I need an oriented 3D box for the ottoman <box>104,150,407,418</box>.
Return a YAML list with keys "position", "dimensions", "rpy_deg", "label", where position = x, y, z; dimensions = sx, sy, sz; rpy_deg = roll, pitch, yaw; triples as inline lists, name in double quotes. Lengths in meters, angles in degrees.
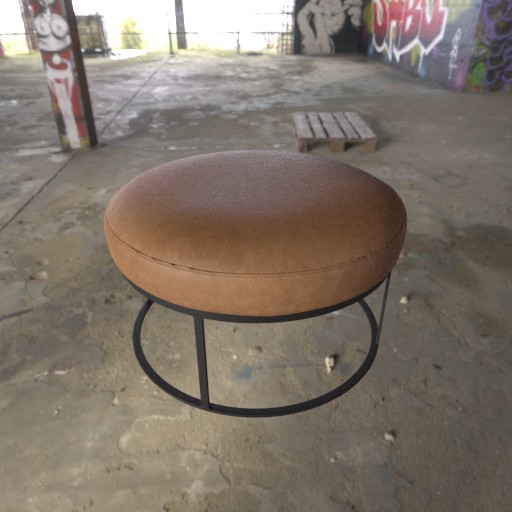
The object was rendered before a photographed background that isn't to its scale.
- position: [0.000, 0.000, 1.251]
  dimensions: [0.771, 0.460, 0.771]
  rpy_deg: [0, 30, 0]
  label: "ottoman"
